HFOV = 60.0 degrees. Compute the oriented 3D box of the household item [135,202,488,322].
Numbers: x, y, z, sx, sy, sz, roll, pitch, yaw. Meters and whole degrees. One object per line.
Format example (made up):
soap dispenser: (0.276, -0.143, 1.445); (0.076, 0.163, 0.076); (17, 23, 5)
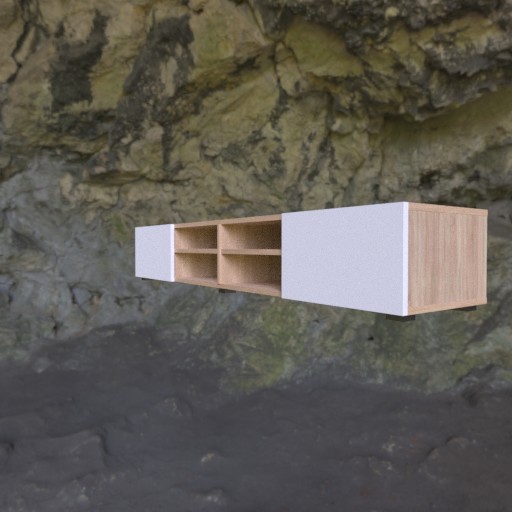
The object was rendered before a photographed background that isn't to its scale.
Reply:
household item: (0.000, 0.000, 1.992); (0.420, 0.310, 1.850); (-1, 1, -36)
